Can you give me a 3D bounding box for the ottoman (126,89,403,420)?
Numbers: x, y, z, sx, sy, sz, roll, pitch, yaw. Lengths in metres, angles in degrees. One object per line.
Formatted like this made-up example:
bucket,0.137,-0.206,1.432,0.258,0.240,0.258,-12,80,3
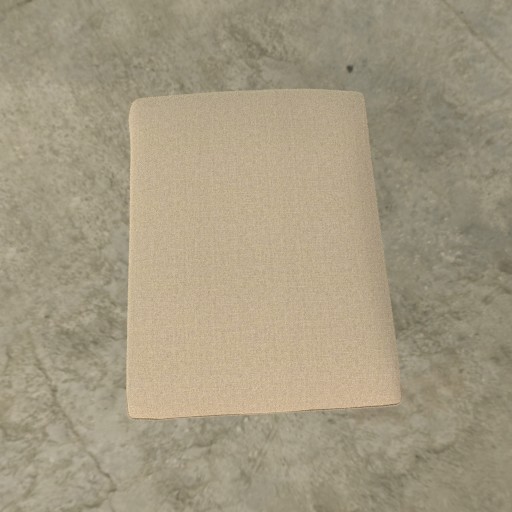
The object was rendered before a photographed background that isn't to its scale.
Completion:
ottoman,0.000,0.000,1.041,0.541,0.463,0.684,-2,75,-1
